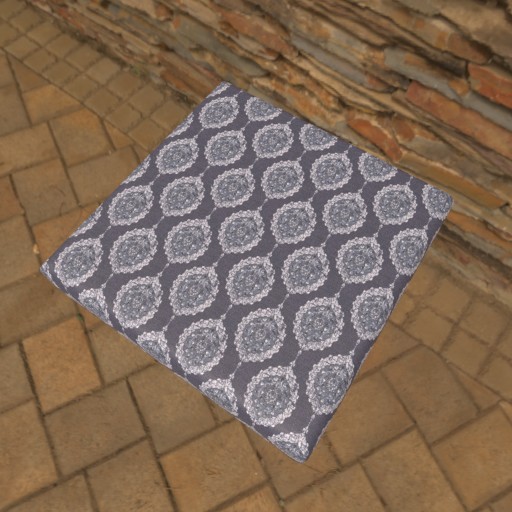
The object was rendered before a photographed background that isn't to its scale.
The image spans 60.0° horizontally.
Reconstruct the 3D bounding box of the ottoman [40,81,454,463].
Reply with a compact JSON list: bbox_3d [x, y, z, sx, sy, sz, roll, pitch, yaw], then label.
[{"bbox_3d":[0.000,0.000,1.438,0.889,0.409,0.890,31,68,14],"label":"ottoman"}]
